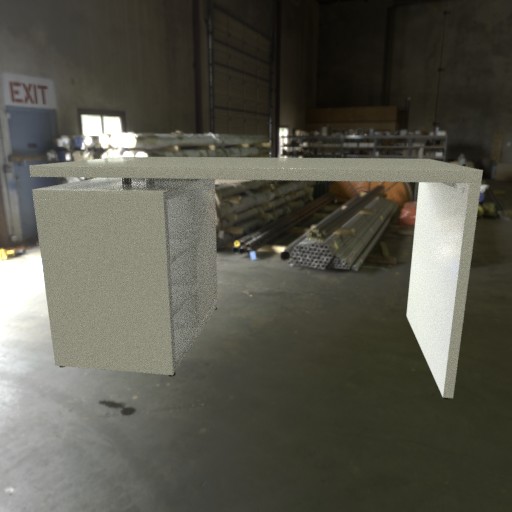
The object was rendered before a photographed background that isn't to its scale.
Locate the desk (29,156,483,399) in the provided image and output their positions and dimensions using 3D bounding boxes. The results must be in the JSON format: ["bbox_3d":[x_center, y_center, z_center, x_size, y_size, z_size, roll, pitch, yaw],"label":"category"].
[{"bbox_3d":[0.000,0.000,1.777,1.400,0.740,0.690,2,15,8],"label":"desk"}]
